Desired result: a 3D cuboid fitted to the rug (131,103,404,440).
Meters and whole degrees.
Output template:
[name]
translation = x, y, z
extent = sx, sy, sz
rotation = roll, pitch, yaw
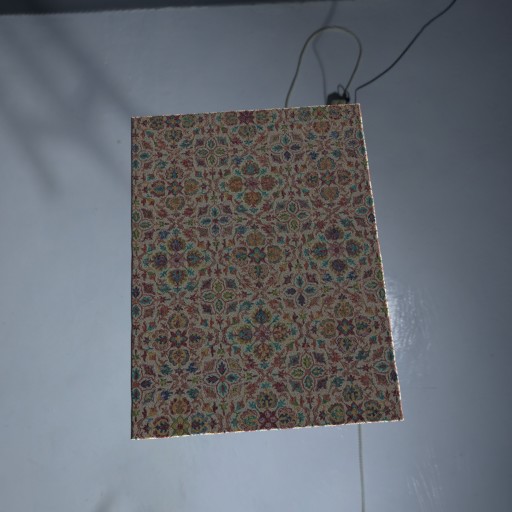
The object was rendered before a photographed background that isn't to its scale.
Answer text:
[rug]
translation = 0.000, 0.000, 4.342
extent = 2.446, 0.020, 3.215
rotation = -4, 76, -1
